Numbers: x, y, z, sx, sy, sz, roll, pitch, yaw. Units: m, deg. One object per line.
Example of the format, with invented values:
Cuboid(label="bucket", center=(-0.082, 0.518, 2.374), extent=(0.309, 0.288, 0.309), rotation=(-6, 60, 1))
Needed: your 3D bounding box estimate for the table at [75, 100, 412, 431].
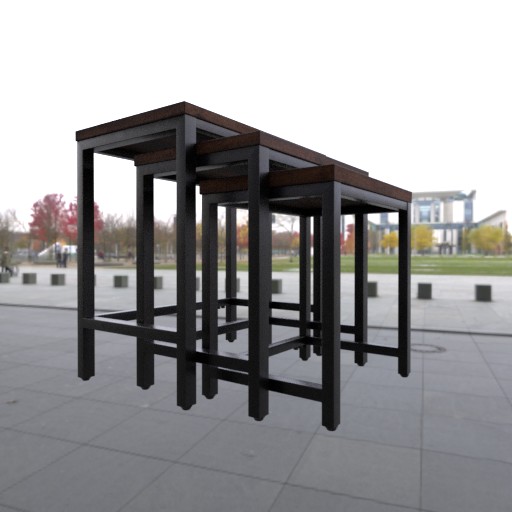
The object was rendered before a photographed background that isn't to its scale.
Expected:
Cuboid(label="table", center=(0.000, 0.000, 1.146), extent=(0.660, 0.616, 0.608), rotation=(0, 1, 36))
